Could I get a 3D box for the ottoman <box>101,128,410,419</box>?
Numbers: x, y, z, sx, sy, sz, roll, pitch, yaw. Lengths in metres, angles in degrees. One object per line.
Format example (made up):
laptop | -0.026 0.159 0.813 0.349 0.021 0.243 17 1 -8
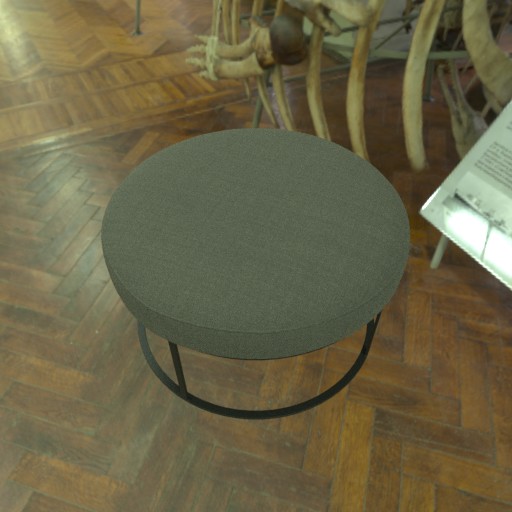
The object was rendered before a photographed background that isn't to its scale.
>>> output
ottoman | 0.000 0.000 1.235 0.772 0.460 0.772 0 45 0
